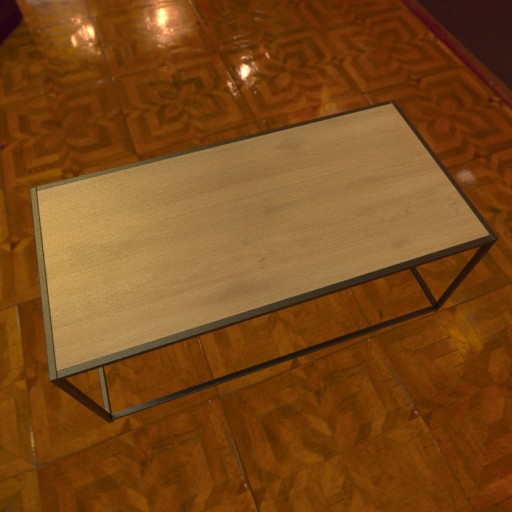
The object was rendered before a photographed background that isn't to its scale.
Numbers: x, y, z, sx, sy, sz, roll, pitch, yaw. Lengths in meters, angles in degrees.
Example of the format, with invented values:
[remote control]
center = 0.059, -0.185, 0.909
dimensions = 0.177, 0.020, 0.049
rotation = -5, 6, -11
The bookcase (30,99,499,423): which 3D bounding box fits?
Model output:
[bookcase]
center = 0.000, 0.000, 1.216
dimensions = 1.000, 0.400, 0.500
rotation = -16, 60, -10
